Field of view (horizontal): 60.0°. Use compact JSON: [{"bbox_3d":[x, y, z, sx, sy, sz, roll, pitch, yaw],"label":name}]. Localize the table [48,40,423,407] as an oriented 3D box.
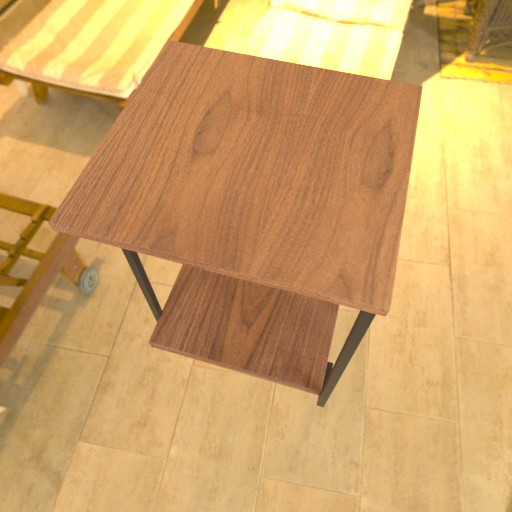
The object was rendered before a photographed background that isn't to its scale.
[{"bbox_3d":[0.000,0.000,0.841,0.411,0.567,0.384,14,60,8],"label":"table"}]
